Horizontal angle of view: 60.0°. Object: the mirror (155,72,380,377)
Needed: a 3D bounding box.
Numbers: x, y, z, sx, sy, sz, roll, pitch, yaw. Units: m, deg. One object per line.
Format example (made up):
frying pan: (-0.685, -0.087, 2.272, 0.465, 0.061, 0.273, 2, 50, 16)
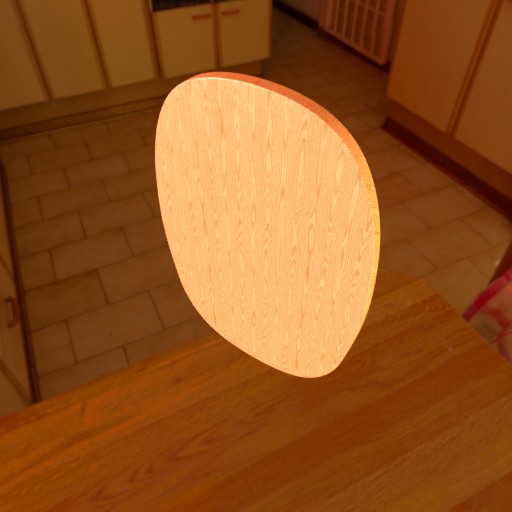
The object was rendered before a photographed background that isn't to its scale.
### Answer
mirror: (0.000, 0.000, 1.341, 0.724, 1.075, 0.037, 25, 50, 23)
